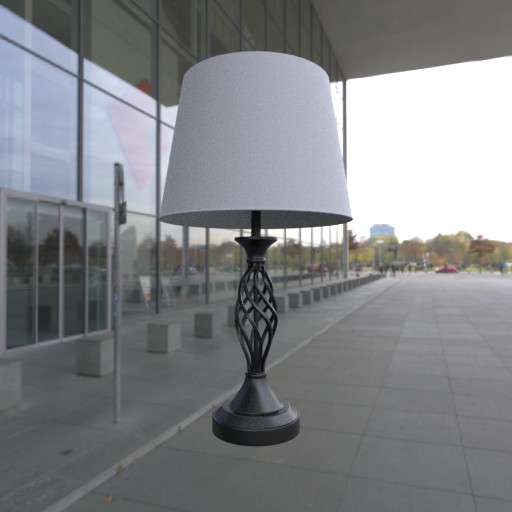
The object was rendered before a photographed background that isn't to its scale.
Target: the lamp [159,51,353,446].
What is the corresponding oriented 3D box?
[{"bbox_3d":[0.000,0.000,0.768,0.331,0.594,0.331,0,-1,0],"label":"lamp"}]
